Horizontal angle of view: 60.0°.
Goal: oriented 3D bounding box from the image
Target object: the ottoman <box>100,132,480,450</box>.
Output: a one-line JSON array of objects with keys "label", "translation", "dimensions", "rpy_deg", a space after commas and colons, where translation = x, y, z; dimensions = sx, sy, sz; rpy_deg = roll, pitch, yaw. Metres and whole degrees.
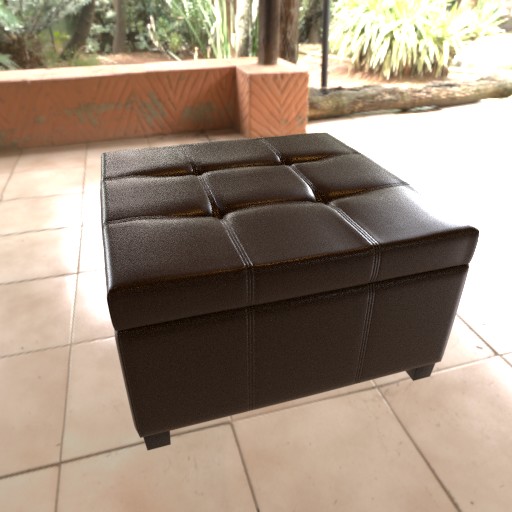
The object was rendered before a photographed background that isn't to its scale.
[{"label": "ottoman", "translation": [0.000, 0.000, 1.273], "dimensions": [0.788, 0.460, 0.787], "rpy_deg": [-9, 33, -15]}]
